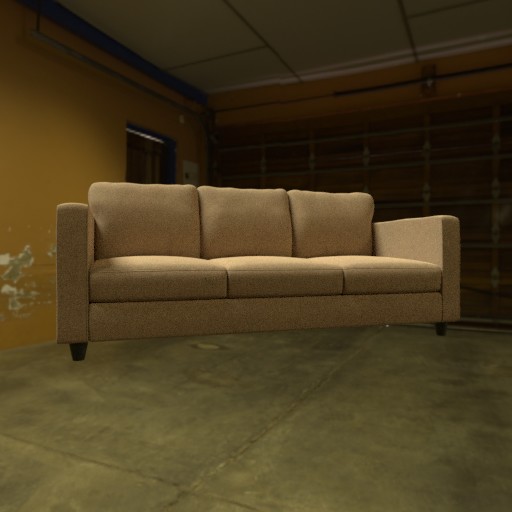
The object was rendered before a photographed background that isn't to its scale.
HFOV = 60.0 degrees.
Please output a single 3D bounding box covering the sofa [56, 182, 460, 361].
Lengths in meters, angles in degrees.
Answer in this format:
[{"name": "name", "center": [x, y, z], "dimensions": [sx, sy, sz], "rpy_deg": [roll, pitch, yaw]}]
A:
[{"name": "sofa", "center": [0.000, 0.000, 2.353], "dimensions": [1.855, 0.800, 0.930], "rpy_deg": [0, 0, -18]}]
